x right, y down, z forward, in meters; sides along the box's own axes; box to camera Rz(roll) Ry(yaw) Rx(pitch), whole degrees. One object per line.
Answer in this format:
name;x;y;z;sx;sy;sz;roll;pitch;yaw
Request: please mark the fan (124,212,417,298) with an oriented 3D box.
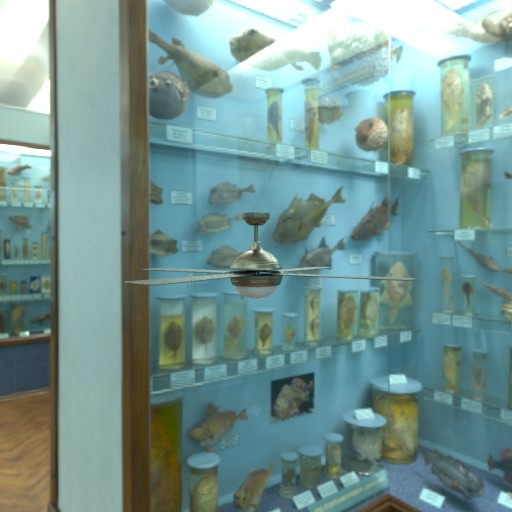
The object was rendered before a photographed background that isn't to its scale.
fan;0.000;0.000;1.985;1.321;0.381;1.321;-1;1;-35
